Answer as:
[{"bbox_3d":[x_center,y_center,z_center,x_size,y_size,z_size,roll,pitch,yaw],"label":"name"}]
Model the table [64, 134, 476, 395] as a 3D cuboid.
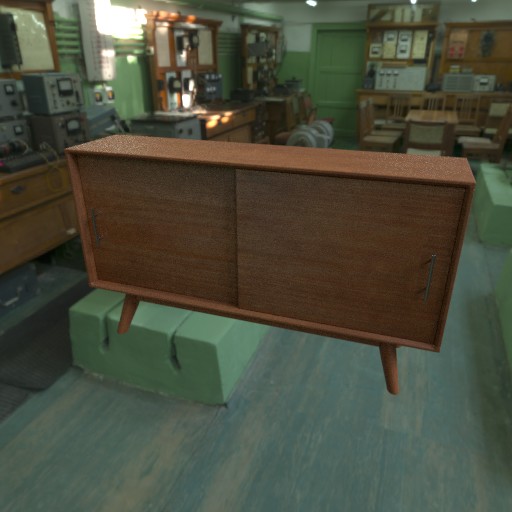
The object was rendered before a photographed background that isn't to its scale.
[{"bbox_3d":[0.000,0.000,1.514,1.220,0.698,0.308,8,26,17],"label":"table"}]
